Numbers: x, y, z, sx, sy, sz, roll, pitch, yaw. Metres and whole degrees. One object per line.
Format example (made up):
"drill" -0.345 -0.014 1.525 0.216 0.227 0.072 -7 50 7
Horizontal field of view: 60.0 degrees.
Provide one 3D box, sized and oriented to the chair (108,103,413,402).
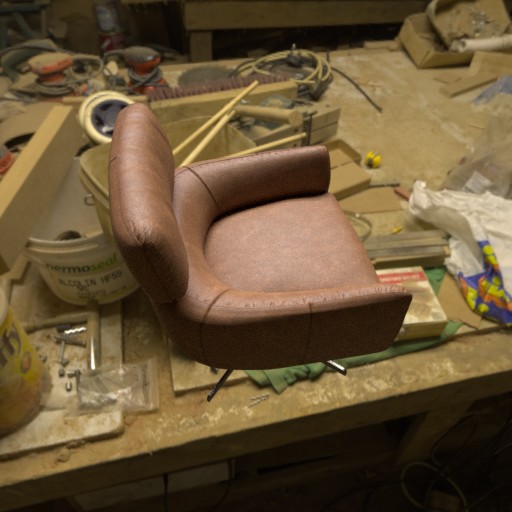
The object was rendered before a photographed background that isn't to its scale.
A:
"chair" 0.000 0.000 1.351 0.715 0.812 0.706 -9 47 -8
